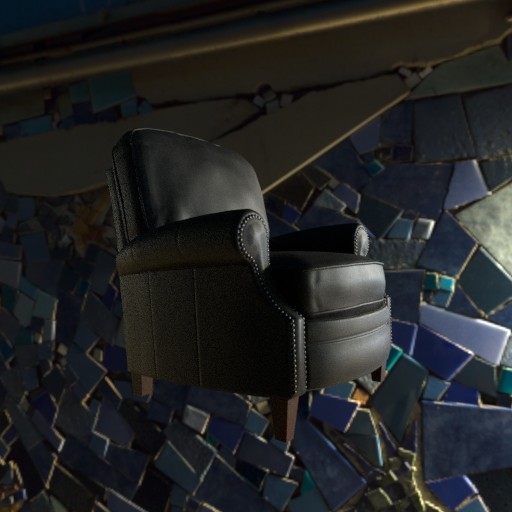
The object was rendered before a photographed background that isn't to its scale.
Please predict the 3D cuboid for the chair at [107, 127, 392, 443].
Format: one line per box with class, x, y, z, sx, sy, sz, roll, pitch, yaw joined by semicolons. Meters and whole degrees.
chair;0.000;0.000;1.732;0.986;1.018;0.936;0;1;36
